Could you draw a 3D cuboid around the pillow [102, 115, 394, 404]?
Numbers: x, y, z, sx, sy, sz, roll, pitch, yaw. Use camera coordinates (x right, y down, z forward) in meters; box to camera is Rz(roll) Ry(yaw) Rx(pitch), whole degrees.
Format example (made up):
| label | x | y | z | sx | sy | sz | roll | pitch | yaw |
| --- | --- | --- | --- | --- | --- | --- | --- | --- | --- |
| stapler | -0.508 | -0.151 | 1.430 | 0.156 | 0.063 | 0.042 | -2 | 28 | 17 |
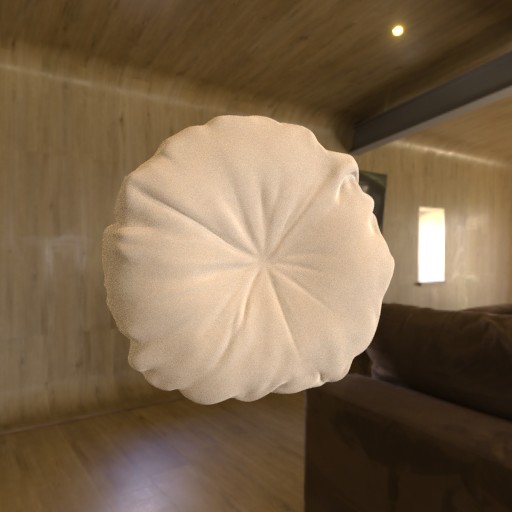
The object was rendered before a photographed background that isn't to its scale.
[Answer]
| label | x | y | z | sx | sy | sz | roll | pitch | yaw |
| --- | --- | --- | --- | --- | --- | --- | --- | --- | --- |
| pillow | 0.000 | 0.000 | 0.652 | 0.428 | 0.407 | 0.148 | 0 | 0 | -18 |
